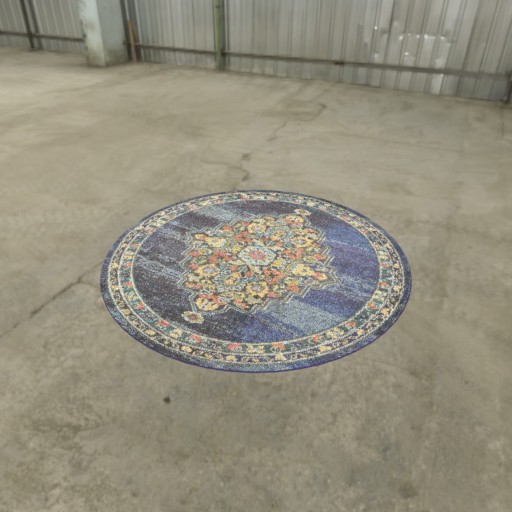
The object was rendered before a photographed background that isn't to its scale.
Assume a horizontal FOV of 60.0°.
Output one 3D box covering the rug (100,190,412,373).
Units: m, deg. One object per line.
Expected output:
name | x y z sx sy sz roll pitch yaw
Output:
rug | 0.000 0.000 3.532 2.386 0.014 2.386 0 34 0
